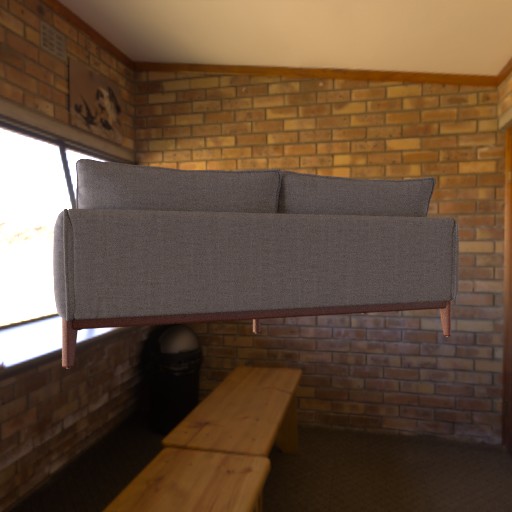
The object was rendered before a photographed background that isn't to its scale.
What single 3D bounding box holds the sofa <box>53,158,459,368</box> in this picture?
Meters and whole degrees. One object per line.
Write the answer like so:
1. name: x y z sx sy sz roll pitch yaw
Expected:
1. sofa: 0.000 0.000 2.450 1.989 0.851 0.972 -1 2 -19
